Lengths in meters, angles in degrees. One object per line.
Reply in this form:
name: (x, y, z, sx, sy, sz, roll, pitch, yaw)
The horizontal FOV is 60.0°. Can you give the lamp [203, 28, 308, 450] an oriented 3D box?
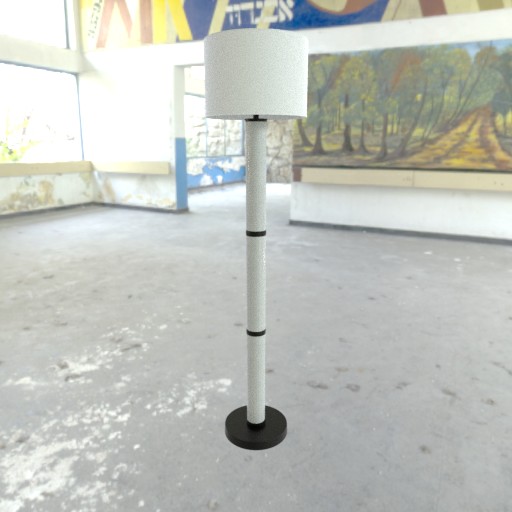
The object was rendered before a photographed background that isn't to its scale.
lamp: (0.000, 0.000, 1.784, 0.377, 1.599, 0.377, 7, 16, 26)
